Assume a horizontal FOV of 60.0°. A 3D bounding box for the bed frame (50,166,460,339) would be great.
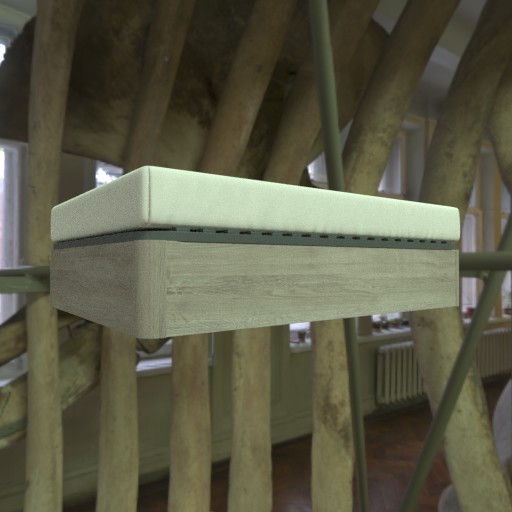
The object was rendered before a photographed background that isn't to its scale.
[{"bbox_3d":[0.000,0.000,2.510,1.900,0.561,1.400,1,-1,-36],"label":"bed frame"}]
